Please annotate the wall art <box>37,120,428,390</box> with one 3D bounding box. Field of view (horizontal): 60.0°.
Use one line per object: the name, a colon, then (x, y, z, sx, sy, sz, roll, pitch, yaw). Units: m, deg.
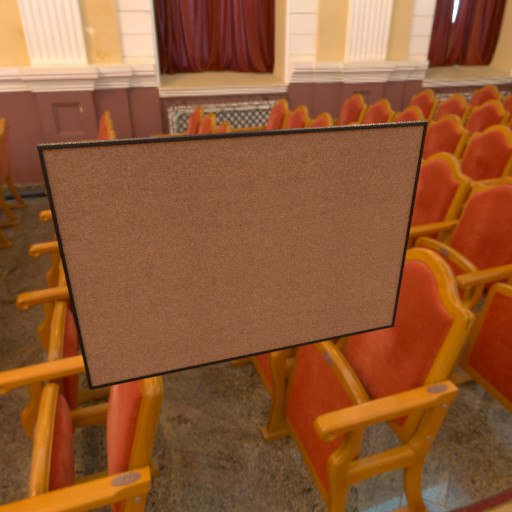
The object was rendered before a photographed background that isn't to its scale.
wall art: (0.000, 0.000, 1.201, 0.957, 0.660, 0.019, -8, 27, -16)
